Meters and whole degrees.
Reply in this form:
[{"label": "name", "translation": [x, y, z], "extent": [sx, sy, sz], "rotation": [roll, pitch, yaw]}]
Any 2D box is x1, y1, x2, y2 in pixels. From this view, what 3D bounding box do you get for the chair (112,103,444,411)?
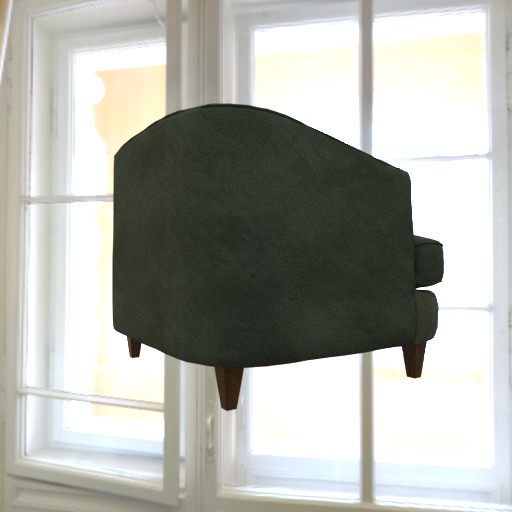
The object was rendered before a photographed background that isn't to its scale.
[{"label": "chair", "translation": [0.000, 0.000, 1.747], "extent": [0.941, 0.852, 1.104], "rotation": [0, -1, -34]}]
